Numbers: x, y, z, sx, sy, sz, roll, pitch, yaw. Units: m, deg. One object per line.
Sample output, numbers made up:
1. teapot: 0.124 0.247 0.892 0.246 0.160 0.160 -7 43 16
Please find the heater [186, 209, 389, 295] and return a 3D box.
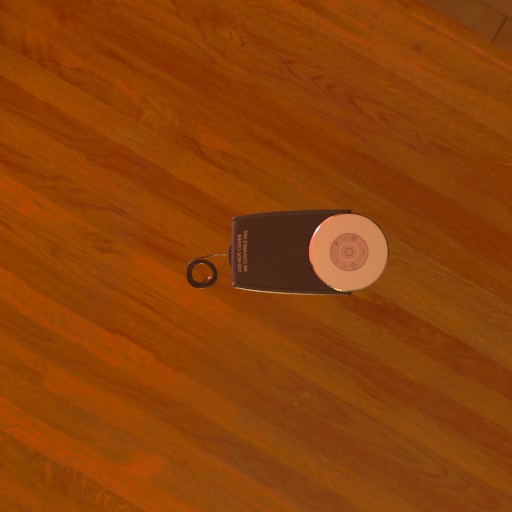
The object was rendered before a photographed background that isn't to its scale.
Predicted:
1. heater: 0.000 0.000 1.037 0.458 0.856 0.214 0 90 0
